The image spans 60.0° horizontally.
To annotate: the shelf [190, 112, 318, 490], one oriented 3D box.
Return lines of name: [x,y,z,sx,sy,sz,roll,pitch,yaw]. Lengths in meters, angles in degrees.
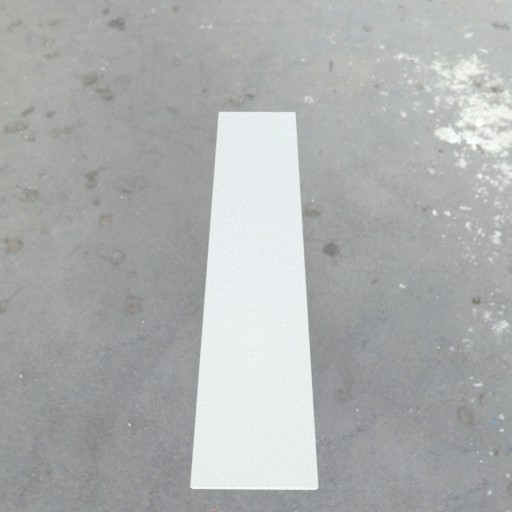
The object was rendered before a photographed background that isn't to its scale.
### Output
shelf: [0.000,0.000,0.654,0.140,0.020,0.610,0,58,0]
